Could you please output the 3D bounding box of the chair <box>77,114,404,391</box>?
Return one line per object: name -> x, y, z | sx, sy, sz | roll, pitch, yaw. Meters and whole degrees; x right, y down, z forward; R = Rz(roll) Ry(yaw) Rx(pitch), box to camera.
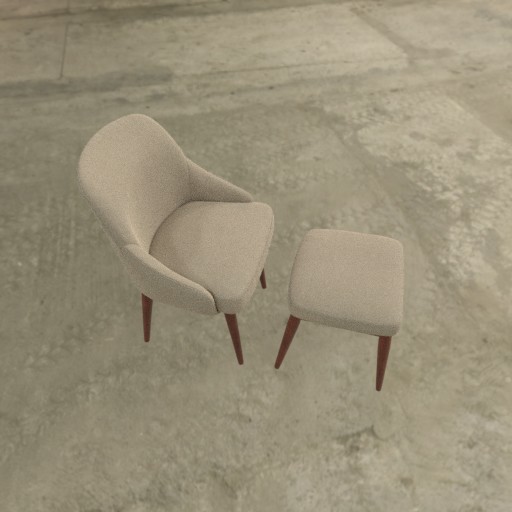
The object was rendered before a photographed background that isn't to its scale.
chair -> 0.000, 0.000, 1.676 | 1.114, 0.866, 0.584 | 10, 46, 10
